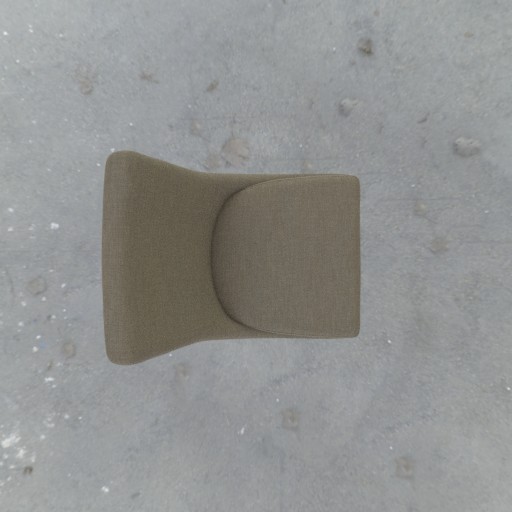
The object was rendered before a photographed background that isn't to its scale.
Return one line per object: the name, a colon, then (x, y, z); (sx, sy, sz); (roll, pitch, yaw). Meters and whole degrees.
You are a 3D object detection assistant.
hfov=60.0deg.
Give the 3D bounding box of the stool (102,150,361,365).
stool: (0.000, 0.000, 1.367); (0.577, 1.078, 0.470); (0, 91, 1)
